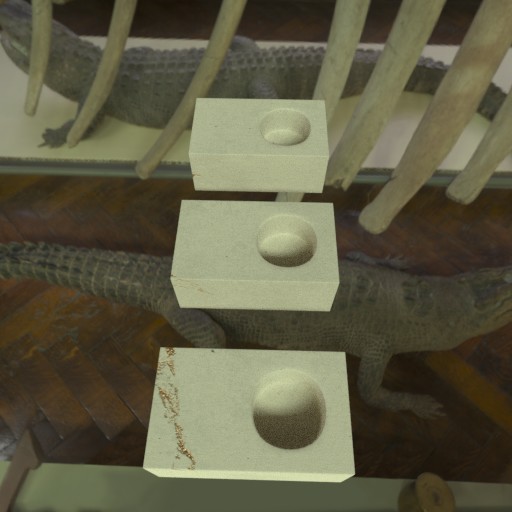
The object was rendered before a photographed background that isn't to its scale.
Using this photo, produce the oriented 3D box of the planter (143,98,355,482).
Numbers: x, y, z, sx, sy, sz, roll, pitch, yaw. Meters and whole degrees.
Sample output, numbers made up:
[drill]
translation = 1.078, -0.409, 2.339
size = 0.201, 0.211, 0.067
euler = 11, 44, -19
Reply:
[planter]
translation = 0.000, 0.000, 0.373
size = 0.127, 0.051, 0.333
euler = 1, 58, 1
